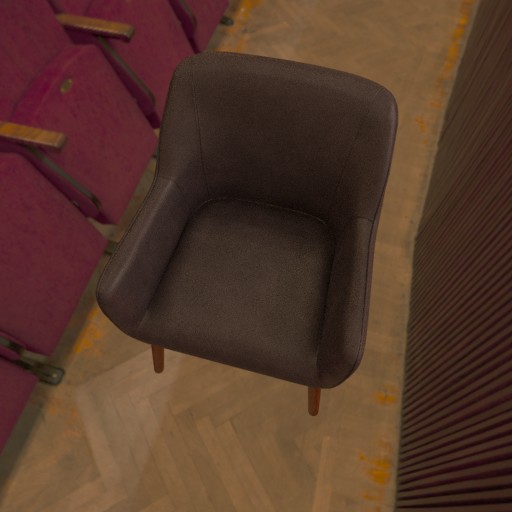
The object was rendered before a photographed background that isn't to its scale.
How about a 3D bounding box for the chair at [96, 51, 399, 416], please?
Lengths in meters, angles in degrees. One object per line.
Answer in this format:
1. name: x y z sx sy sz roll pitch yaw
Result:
1. chair: 0.000 0.000 1.233 0.610 0.828 0.610 13 60 8
